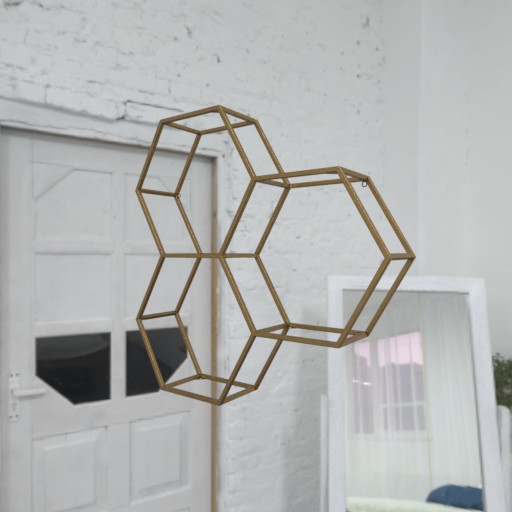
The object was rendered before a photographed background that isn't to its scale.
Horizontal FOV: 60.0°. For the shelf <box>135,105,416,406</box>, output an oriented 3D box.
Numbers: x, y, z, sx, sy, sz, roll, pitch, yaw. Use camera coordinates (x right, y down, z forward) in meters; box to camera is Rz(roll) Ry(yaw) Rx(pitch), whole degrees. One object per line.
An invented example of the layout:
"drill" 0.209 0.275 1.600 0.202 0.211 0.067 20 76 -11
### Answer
"shelf" 0.000 0.000 1.061 0.708 0.701 0.150 1 1 36
